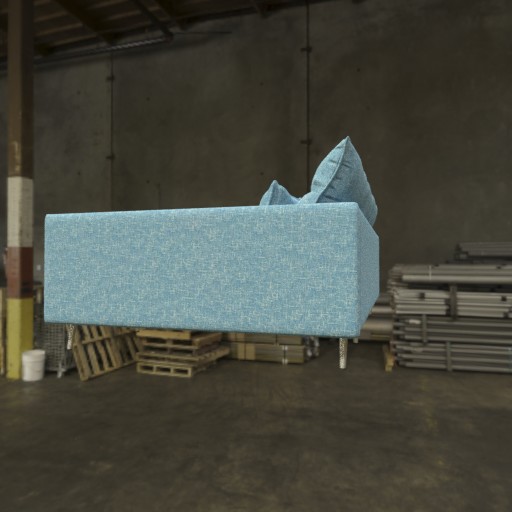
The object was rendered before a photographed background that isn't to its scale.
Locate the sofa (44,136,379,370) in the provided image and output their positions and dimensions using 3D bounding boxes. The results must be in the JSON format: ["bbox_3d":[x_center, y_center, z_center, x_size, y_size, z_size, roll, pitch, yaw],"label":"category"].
[{"bbox_3d":[0.000,0.000,2.780,1.420,0.899,2.034,0,-1,17],"label":"sofa"}]
